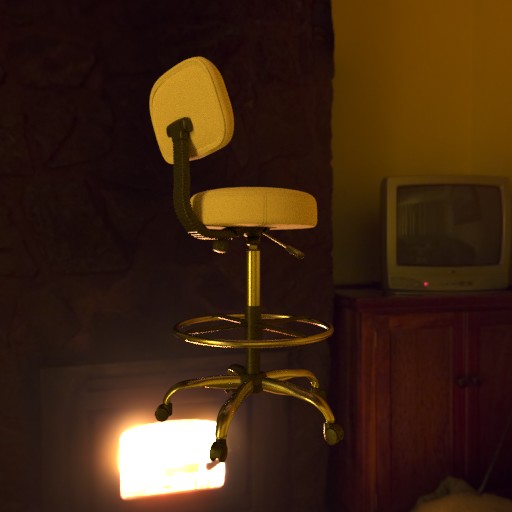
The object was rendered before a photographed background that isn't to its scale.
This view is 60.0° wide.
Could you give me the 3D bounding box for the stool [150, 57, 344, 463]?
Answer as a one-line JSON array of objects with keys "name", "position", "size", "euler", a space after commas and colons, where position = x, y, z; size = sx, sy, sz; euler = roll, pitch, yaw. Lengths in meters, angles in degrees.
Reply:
[{"name": "stool", "position": [0.000, 0.000, 1.457], "size": [0.616, 1.080, 0.609], "euler": [-1, 1, -36]}]
